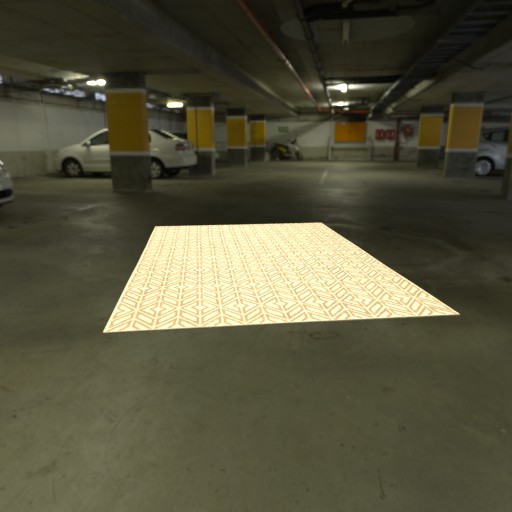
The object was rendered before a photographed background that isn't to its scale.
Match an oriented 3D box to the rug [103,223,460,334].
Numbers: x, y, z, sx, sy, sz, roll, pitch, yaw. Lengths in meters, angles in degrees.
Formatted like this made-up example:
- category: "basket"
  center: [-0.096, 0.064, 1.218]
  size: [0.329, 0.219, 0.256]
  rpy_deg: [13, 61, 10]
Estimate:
- category: "rug"
  center: [0.000, 0.000, 2.366]
  size: [1.220, 0.007, 1.828]
  rpy_deg: [-2, 15, -7]
